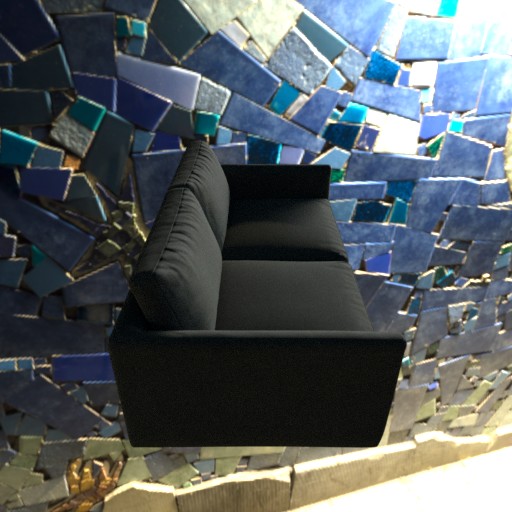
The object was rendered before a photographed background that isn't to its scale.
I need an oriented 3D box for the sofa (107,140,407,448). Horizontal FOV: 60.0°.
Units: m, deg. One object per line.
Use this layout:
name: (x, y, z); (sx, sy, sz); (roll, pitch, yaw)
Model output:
sofa: (0.000, 0.000, 2.504); (1.091, 0.845, 1.909); (0, 31, 0)
